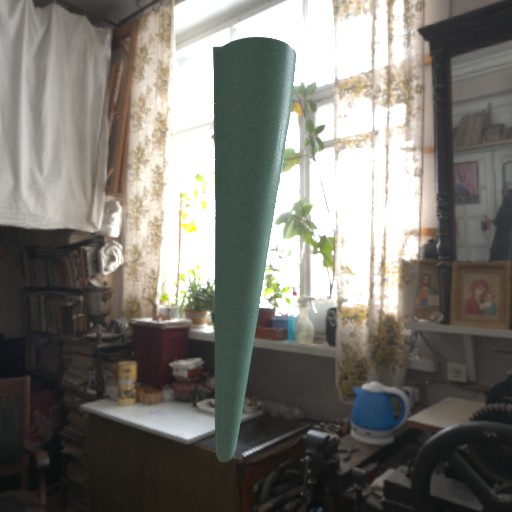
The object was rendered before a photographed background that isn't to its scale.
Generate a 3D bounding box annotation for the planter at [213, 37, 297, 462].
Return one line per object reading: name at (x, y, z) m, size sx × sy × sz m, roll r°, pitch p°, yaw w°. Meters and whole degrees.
planter at (0.000, 0.000, 0.293) m, size 0.055 × 0.268 × 0.054 m, roll 0°, pitch -2°, yaw 0°
